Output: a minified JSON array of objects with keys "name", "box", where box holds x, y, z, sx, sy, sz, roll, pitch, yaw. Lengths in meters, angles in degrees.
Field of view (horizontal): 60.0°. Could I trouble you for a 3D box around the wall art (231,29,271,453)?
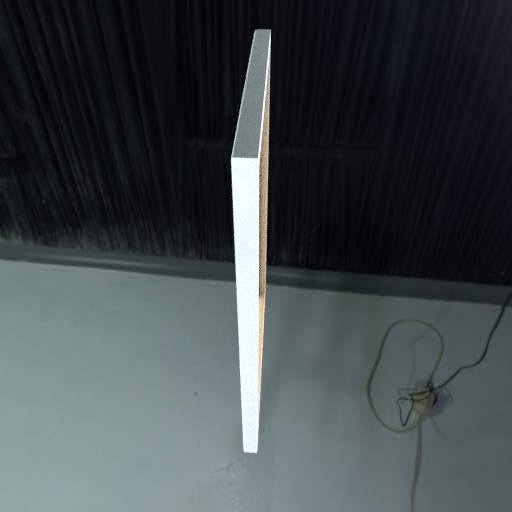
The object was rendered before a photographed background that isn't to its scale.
[{"name":"wall art","box":[0.000,0.000,1.141,0.038,0.912,0.607,2,42,2]}]
